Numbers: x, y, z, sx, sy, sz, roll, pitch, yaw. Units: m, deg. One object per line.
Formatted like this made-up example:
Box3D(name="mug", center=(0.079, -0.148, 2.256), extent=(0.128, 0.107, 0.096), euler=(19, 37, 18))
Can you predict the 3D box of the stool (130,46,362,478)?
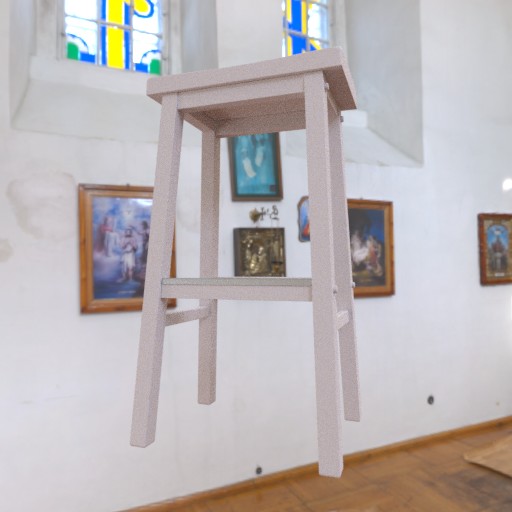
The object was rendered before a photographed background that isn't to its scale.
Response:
Box3D(name="stool", center=(0.000, 0.000, 0.954), extent=(0.406, 0.742, 0.322), euler=(-1, -2, 20))
